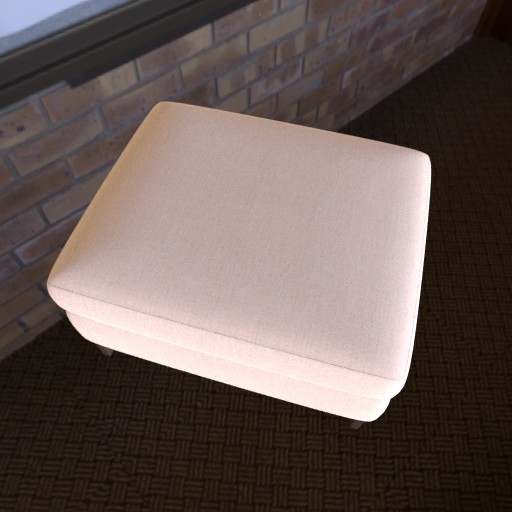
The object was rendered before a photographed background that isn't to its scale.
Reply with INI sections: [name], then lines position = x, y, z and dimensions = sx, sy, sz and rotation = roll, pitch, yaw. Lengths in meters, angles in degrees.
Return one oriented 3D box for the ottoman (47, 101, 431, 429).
[ottoman]
position = 0.000, 0.000, 1.194
dimensions = 0.794, 0.453, 0.657
rotation = 14, 59, 9
